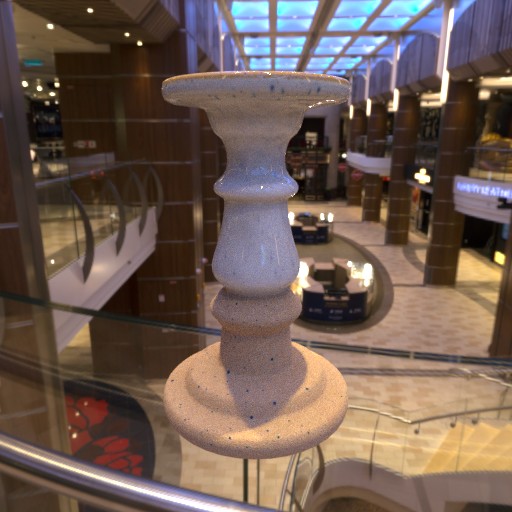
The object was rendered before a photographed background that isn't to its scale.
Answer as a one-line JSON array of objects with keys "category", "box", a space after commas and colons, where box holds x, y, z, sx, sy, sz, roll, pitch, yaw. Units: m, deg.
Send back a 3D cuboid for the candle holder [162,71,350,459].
[{"category": "candle holder", "box": [0.000, 0.000, 0.275, 0.123, 0.202, 0.123, 0, 16, 0]}]
